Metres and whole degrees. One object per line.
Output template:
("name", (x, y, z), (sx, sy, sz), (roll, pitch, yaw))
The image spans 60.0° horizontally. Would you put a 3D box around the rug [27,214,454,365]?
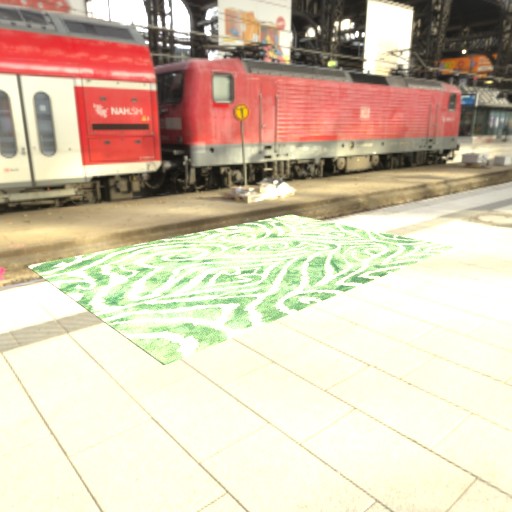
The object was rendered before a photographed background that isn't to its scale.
("rug", (0.000, 0.000, 2.263), (1.826, 0.006, 1.220), (-15, 22, -41))
